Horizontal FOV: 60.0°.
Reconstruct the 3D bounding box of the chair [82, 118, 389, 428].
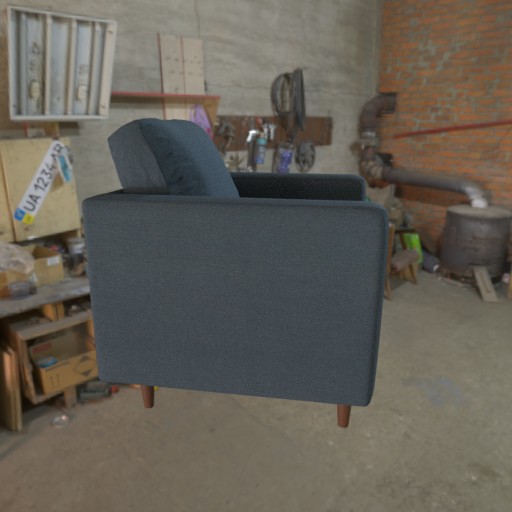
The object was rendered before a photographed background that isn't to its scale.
[{"bbox_3d":[0.000,0.000,1.556,0.820,0.922,0.855,2,16,9],"label":"chair"}]
